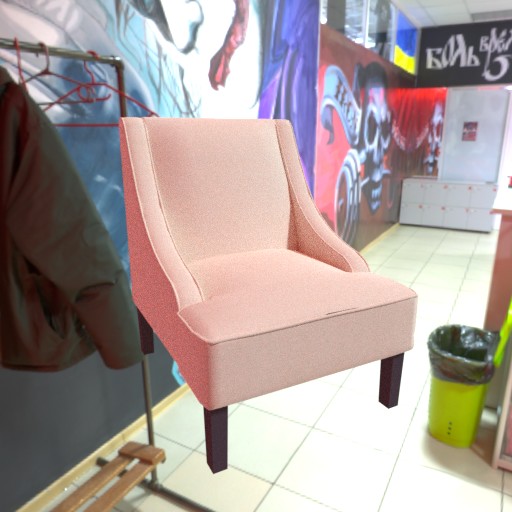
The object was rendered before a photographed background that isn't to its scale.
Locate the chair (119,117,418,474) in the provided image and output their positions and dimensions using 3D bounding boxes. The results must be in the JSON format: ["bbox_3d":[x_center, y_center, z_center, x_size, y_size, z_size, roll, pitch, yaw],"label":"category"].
[{"bbox_3d":[0.000,0.000,1.462,0.689,0.886,0.806,-8,18,-27],"label":"chair"}]
